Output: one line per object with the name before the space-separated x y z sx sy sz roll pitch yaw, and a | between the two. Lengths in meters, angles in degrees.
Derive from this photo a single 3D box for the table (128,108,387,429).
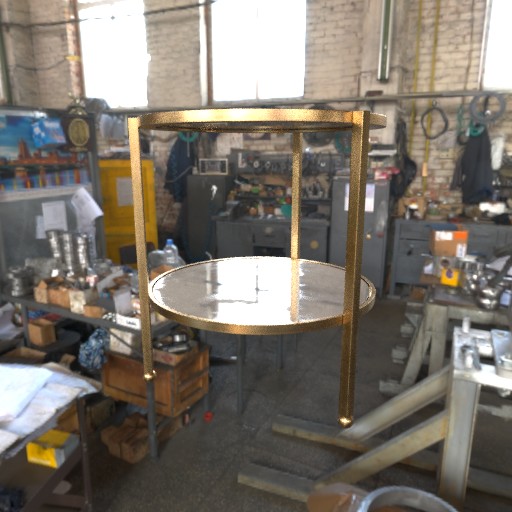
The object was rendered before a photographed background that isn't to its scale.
table | 0.000 0.000 0.457 0.243 0.269 0.231 -2 14 -8
